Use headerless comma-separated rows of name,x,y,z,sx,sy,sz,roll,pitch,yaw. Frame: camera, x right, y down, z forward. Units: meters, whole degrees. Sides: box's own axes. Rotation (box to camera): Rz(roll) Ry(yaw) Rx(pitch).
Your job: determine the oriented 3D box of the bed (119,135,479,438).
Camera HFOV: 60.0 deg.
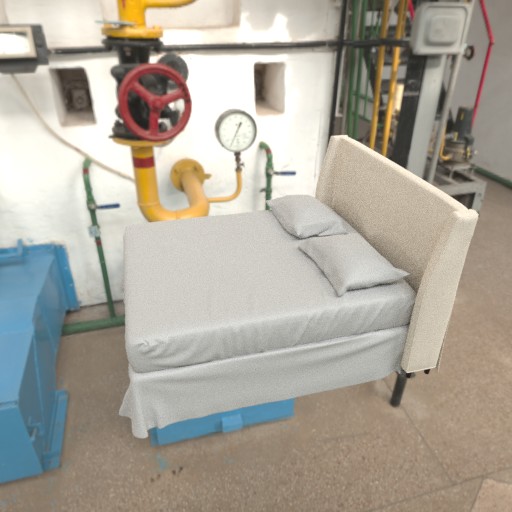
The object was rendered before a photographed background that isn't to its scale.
bed,0.000,0.000,3.493,2.276,1.332,1.925,-8,31,-13
